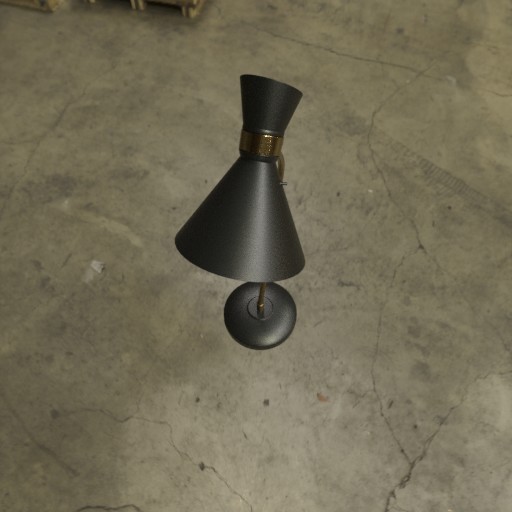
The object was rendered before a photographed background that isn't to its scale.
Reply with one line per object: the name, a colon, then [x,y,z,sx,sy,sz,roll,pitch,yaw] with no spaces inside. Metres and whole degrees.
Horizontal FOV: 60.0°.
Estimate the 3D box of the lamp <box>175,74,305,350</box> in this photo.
lamp: [0.000,0.000,0.777,0.189,0.647,0.292,16,59,10]
